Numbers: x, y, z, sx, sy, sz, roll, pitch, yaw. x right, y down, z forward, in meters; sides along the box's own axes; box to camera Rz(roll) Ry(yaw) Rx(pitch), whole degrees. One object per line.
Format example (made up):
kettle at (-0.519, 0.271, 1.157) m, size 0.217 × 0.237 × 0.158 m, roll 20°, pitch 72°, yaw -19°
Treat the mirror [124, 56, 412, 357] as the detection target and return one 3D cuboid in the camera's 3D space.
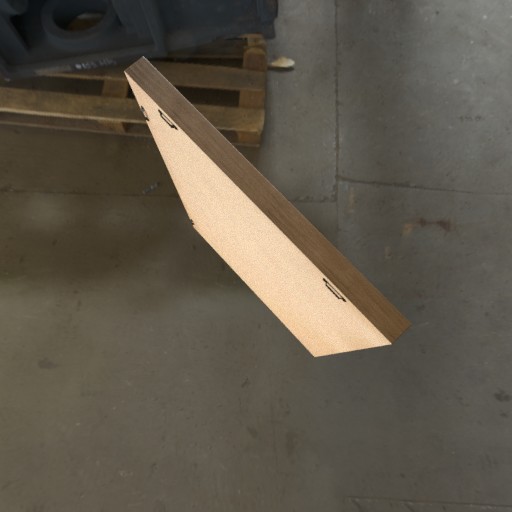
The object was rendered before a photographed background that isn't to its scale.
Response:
mirror at (0.000, 0.000, 0.916) m, size 0.040 × 0.710 × 0.507 m, roll -42°, pitch 80°, yaw -9°
